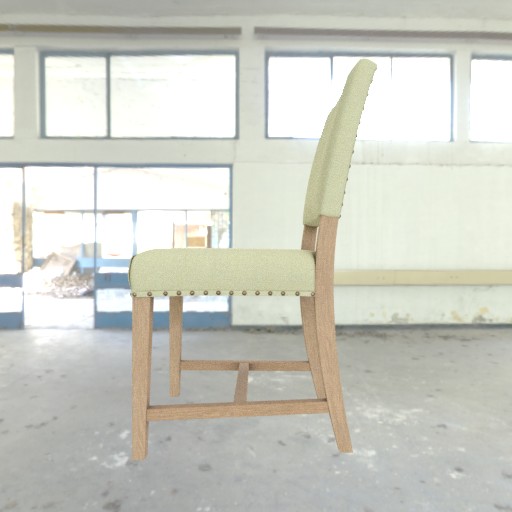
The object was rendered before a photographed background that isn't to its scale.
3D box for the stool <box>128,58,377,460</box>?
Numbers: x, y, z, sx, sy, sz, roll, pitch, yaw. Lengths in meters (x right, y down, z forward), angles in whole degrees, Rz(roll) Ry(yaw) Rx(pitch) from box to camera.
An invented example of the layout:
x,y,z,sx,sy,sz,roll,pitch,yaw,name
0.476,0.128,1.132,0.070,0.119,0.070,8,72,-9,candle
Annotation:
x,y,z,sx,sy,sz,roll,pitch,yaw,name
0.000,0.000,1.318,0.623,0.986,0.508,0,1,0,stool
